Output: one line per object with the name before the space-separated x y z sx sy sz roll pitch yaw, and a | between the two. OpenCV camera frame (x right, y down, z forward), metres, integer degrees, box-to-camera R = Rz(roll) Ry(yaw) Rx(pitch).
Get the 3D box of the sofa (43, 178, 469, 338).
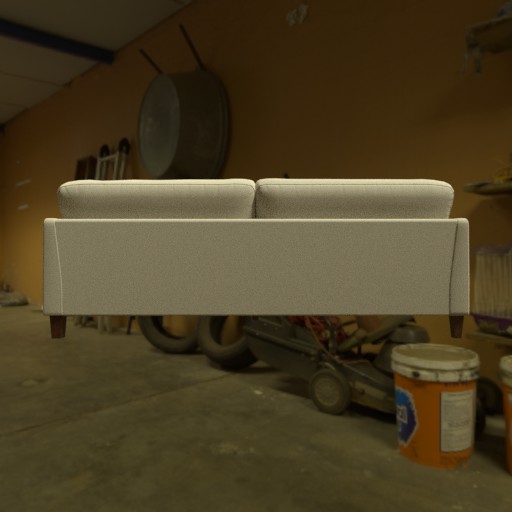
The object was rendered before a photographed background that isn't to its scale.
sofa | 0.000 0.000 2.787 2.301 0.863 0.957 0 0 0
